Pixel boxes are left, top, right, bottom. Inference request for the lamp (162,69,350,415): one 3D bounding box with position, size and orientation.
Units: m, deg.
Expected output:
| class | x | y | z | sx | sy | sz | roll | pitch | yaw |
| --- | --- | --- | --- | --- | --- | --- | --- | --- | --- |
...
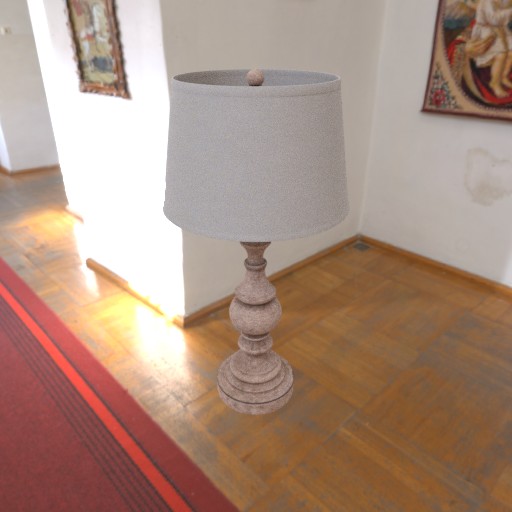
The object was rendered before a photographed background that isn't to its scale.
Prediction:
| class | x | y | z | sx | sy | sz | roll | pitch | yaw |
| --- | --- | --- | --- | --- | --- | --- | --- | --- | --- |
| lamp | 0.000 | 0.000 | 0.871 | 0.340 | 0.678 | 0.340 | 0 | 28 | 0 |
